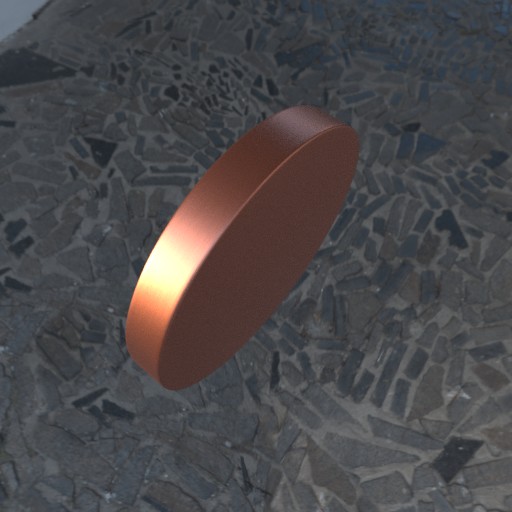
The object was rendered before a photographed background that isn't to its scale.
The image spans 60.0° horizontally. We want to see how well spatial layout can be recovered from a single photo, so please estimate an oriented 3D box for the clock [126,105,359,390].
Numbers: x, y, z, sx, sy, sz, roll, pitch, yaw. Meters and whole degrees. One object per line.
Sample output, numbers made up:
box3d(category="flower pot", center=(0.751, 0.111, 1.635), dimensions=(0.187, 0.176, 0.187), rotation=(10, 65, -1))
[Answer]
box3d(category="clock", center=(0.000, 0.000, 0.463), dimensions=(0.040, 0.313, 0.313), rotation=(36, 67, 18))
